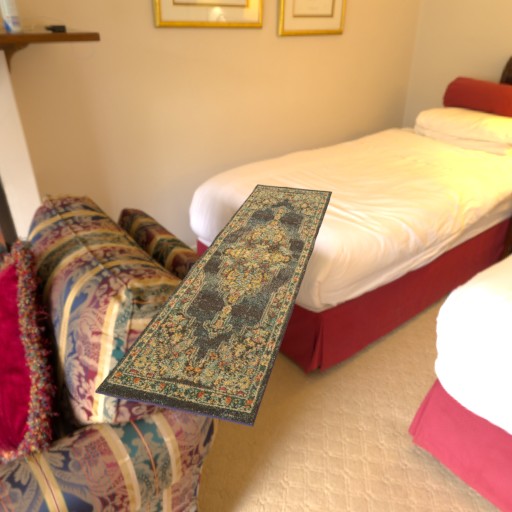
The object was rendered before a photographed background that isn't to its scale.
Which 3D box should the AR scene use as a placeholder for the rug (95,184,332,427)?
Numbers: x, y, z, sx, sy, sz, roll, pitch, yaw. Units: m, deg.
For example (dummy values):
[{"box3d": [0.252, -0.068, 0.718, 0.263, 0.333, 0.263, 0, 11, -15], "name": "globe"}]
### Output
[{"box3d": [0.000, 0.000, 2.506, 0.602, 0.016, 2.283, 7, 30, 13], "name": "rug"}]
